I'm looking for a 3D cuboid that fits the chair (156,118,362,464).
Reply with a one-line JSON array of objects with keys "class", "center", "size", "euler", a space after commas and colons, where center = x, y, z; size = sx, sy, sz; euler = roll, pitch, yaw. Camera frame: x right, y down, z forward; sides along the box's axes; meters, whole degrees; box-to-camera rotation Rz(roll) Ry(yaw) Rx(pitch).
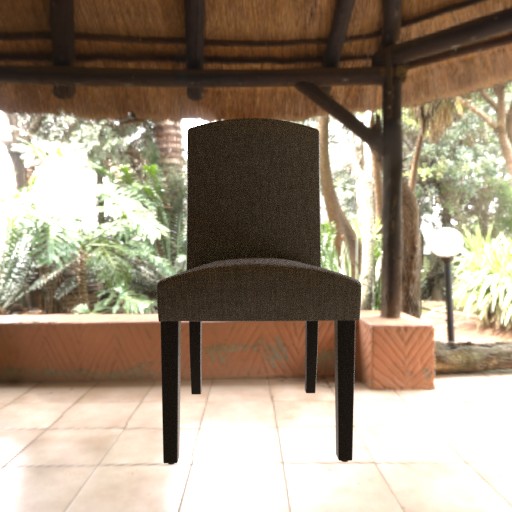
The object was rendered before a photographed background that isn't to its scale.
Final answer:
[{"class": "chair", "center": [0.000, 0.000, 1.233], "size": [0.451, 0.917, 0.580], "euler": [0, 1, -2]}]
